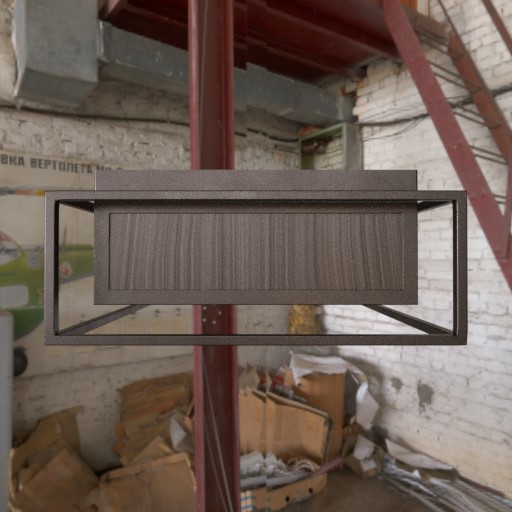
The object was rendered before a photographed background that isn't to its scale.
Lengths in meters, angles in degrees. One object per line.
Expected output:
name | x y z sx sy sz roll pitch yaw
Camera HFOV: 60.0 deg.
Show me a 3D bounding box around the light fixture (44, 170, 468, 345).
light fixture | 0.000 0.000 0.682 0.441 0.191 0.441 0 -1 0
